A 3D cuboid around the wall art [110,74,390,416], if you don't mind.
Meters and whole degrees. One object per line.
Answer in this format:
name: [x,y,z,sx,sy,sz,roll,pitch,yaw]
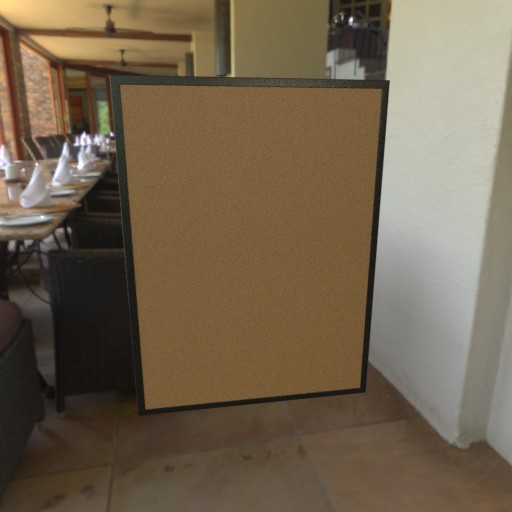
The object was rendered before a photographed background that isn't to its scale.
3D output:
wall art: [0.000,0.000,1.418,0.804,1.061,0.039,-3,16,-9]
